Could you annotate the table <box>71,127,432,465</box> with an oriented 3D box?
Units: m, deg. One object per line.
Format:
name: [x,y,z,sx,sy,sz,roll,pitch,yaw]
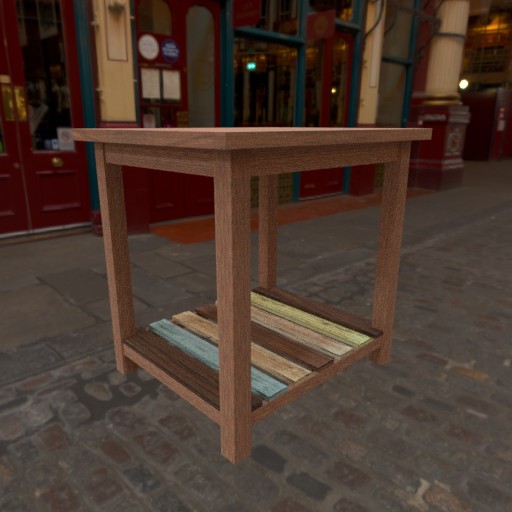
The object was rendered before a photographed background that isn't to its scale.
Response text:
table: [0.000,0.000,1.150,0.660,0.635,0.559,-15,22,-41]
